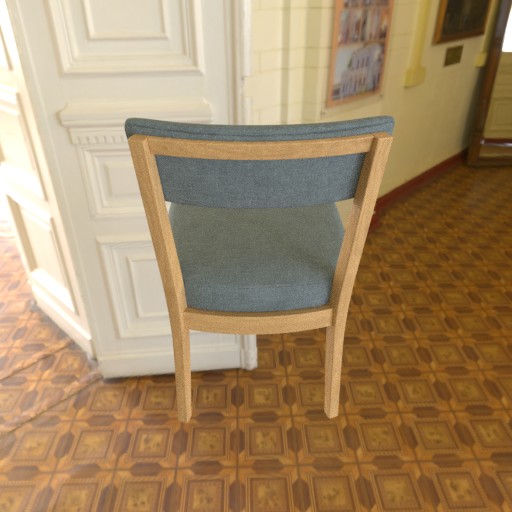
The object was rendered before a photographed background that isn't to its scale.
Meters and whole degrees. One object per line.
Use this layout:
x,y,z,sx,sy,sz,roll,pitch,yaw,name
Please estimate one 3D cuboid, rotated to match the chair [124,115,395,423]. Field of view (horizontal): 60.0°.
0.000,0.000,1.181,0.508,0.832,0.572,-1,31,-2,chair
